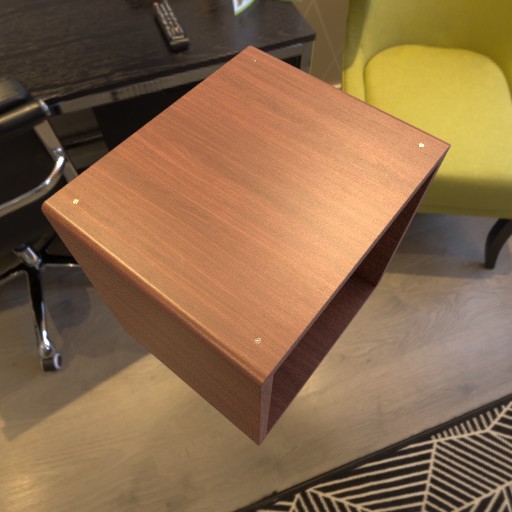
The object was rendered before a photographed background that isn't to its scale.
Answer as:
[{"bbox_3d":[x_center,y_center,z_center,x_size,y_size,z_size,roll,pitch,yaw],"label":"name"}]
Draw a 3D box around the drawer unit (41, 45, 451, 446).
[{"bbox_3d":[0.000,0.000,0.627,0.290,0.351,0.349,34,65,19],"label":"drawer unit"}]
